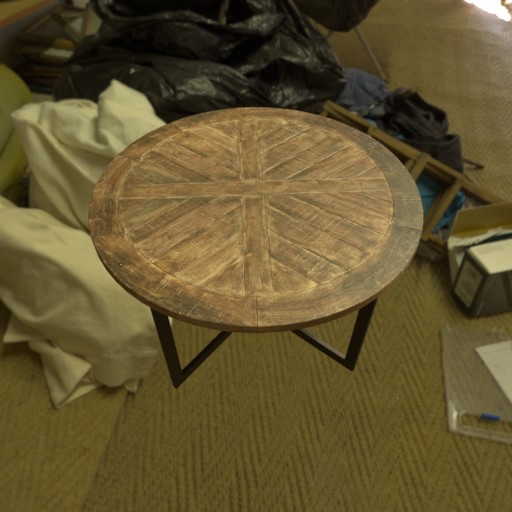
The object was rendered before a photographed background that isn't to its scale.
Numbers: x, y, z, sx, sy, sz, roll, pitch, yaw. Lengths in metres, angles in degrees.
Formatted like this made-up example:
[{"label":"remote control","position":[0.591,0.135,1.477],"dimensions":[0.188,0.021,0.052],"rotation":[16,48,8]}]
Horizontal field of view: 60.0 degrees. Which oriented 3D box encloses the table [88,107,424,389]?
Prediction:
[{"label":"table","position":[0.000,0.000,2.002],"dimensions":[1.264,0.762,1.264],"rotation":[0,47,0]}]
